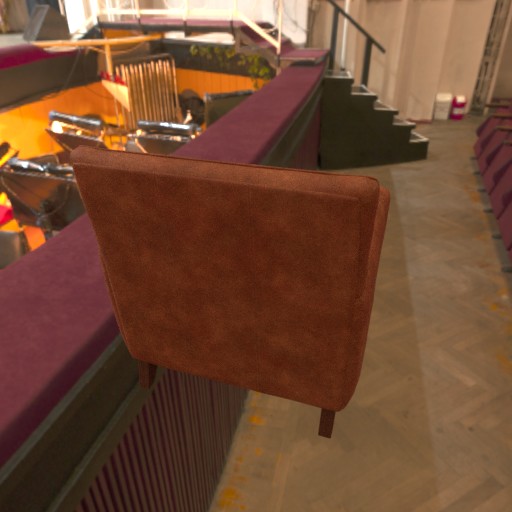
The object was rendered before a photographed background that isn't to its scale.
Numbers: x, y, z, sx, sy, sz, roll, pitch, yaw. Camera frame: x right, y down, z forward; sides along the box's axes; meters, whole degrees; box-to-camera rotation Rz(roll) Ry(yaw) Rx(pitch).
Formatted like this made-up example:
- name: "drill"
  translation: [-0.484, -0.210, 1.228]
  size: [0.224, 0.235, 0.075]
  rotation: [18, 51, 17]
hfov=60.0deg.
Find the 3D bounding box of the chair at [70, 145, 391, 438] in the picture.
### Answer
- name: "chair"
  translation: [0.000, 0.000, 1.627]
  size: [0.870, 0.943, 0.823]
  rotation: [10, 31, 16]
